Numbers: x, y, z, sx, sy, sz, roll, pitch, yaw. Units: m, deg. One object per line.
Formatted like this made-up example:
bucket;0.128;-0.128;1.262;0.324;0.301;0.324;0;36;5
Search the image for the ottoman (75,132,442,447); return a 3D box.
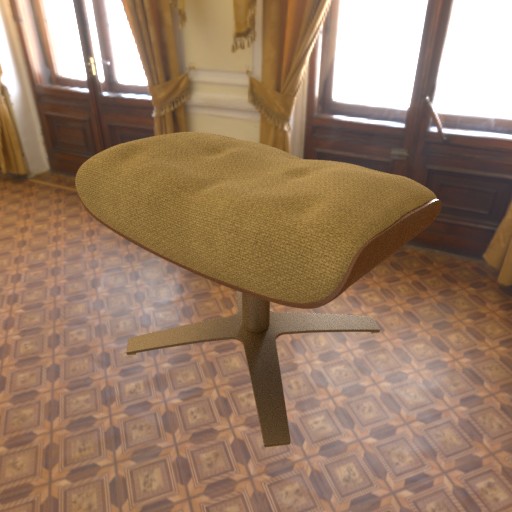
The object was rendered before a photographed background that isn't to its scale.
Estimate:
ottoman;0.000;0.000;0.815;0.520;0.391;0.394;22;37;31
